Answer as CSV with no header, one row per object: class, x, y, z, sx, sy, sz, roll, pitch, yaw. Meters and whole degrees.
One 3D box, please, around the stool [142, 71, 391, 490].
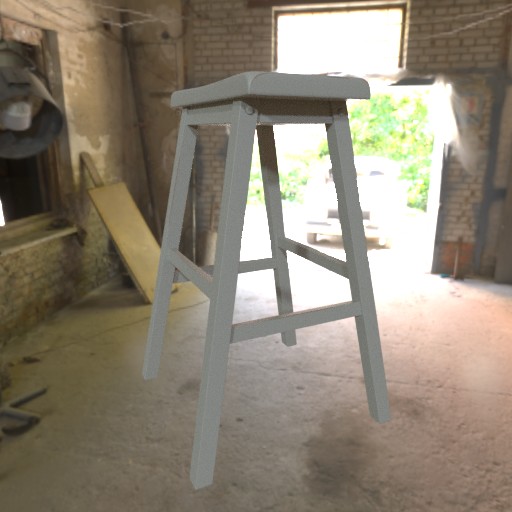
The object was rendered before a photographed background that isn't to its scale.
stool,0.000,0.000,1.026,0.476,0.737,0.457,-8,17,-25
